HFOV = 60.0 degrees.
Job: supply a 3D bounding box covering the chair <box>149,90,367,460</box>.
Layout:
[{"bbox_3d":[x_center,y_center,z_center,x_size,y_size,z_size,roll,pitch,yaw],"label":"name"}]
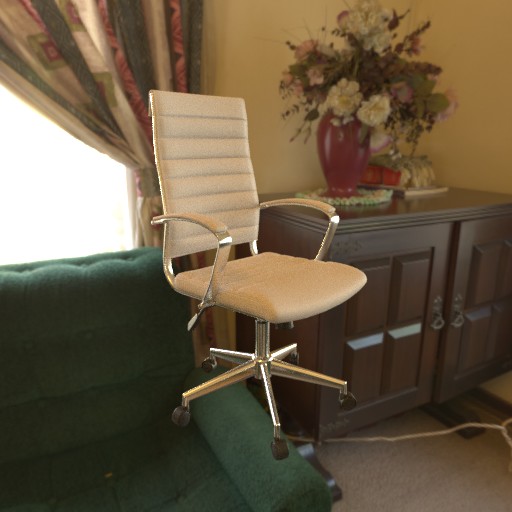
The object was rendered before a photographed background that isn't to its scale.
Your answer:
[{"bbox_3d":[0.000,0.000,1.607,0.679,1.149,0.667,-14,20,-43],"label":"chair"}]
